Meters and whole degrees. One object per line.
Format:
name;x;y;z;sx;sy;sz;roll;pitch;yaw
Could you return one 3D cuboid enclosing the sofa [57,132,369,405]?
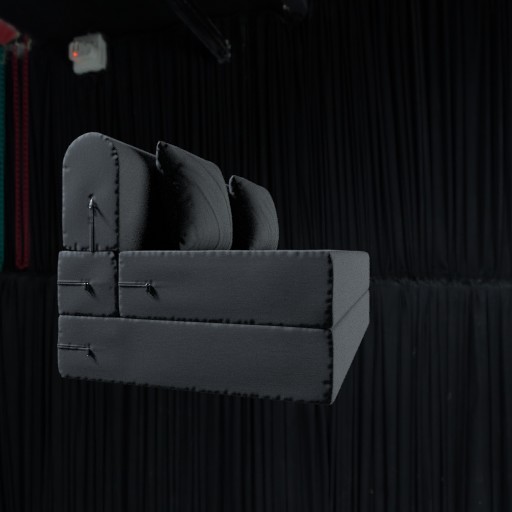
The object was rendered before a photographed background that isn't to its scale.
sofa;0.000;0.000;1.682;0.762;0.670;1.225;0;0;18
